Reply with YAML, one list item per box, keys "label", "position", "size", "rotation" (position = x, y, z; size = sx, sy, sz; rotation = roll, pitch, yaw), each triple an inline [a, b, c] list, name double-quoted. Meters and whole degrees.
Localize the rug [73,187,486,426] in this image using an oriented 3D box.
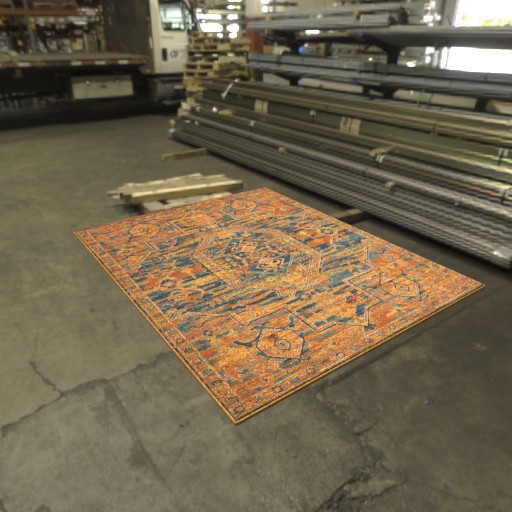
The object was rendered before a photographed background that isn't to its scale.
- label: "rug"
  position: [0.000, 0.000, 4.068]
  size: [2.435, 0.031, 3.040]
  rotation: [-18, 33, -31]
